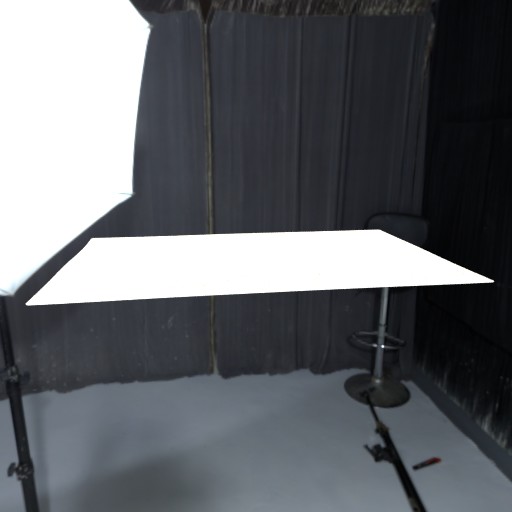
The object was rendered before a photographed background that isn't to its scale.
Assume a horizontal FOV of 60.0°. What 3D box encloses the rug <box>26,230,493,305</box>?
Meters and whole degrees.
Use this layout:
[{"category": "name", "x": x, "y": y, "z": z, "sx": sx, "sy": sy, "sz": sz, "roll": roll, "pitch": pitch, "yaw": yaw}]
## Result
[{"category": "rug", "x": 0.000, "y": 0.000, "z": 2.997, "sx": 2.435, "sy": 0.012, "sz": 1.529, "roll": -2, "pitch": 14, "yaw": -8}]
